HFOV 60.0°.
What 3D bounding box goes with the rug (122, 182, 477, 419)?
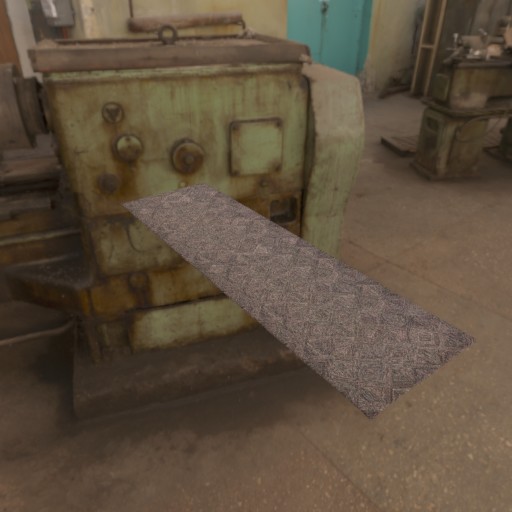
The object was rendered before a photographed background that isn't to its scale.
[{"bbox_3d":[0.000,0.000,2.531,0.691,0.011,2.296,-21,37,-31],"label":"rug"}]
